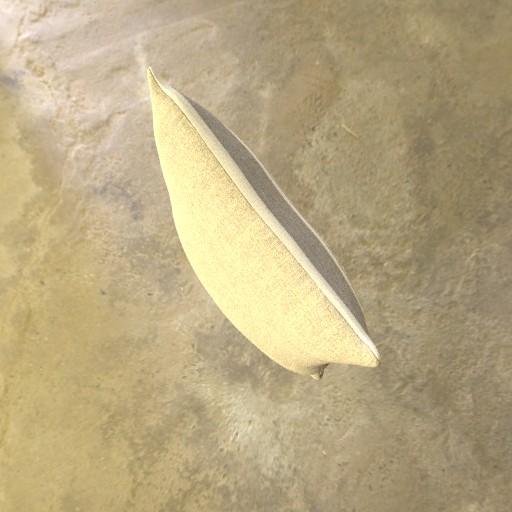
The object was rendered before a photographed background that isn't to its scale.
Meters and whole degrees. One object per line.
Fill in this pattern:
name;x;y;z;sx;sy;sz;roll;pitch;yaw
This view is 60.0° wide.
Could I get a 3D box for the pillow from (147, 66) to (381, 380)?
pillow;0.000;0.000;0.685;0.182;0.440;0.439;-35;77;-9
